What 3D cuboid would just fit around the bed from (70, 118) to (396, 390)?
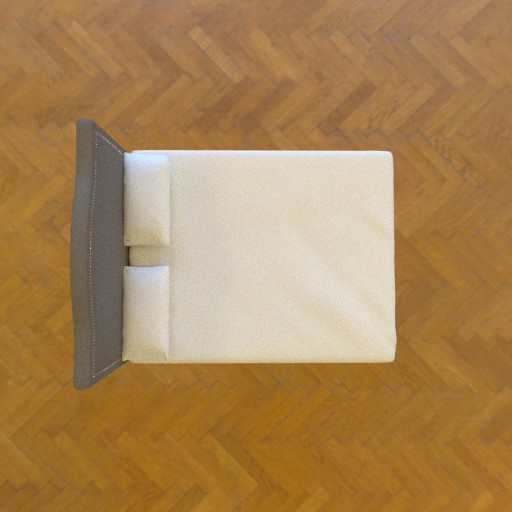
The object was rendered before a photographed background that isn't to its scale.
[{"bbox_3d":[0.000,0.000,3.408,2.282,1.436,1.821,0,88,-1],"label":"bed"}]
